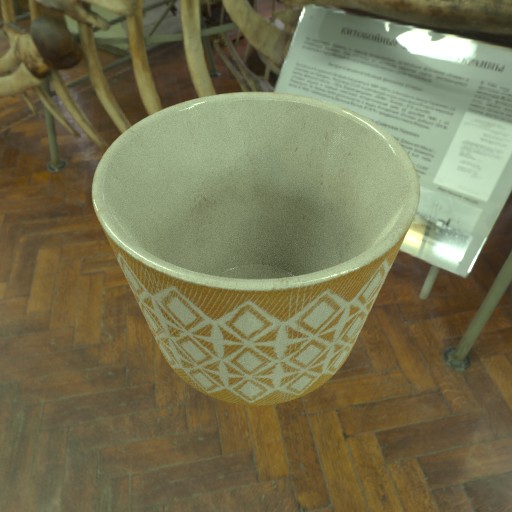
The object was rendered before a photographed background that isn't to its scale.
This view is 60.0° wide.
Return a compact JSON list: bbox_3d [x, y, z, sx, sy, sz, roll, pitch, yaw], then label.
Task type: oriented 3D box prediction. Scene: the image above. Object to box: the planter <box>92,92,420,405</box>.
[{"bbox_3d":[0.000,0.000,0.213,0.126,0.104,0.126,0,46,0],"label":"planter"}]
